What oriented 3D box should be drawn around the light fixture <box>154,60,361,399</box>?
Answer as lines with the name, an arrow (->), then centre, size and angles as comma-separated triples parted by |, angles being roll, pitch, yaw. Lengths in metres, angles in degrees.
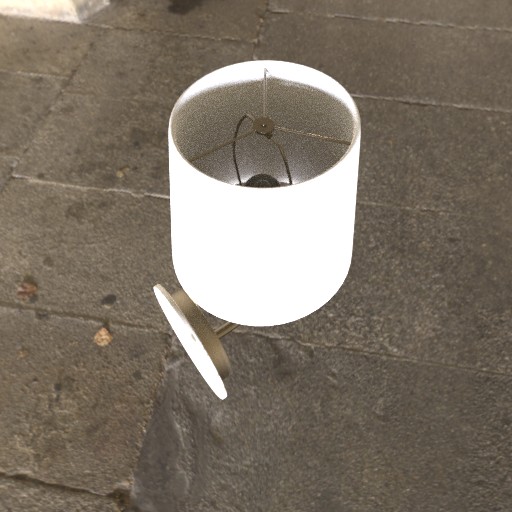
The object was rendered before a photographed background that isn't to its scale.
light fixture -> 0.000, 0.000, 0.437 | 0.188, 0.337, 0.168 | -31, 63, -18
